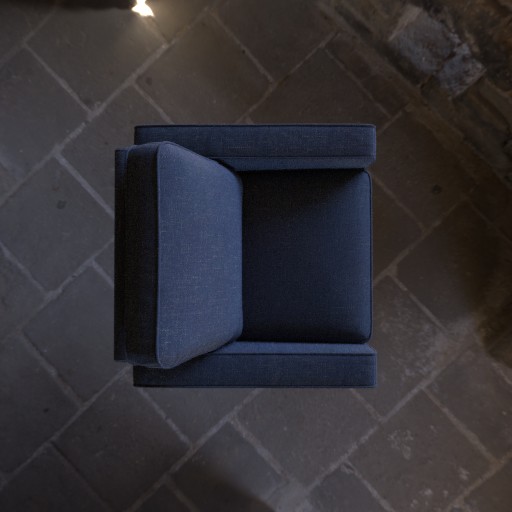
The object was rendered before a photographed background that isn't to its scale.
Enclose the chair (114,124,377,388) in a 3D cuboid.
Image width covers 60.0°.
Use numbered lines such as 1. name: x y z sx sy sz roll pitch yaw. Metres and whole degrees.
1. chair: 0.000 0.000 1.765 0.940 0.919 1.017 0 89 1
